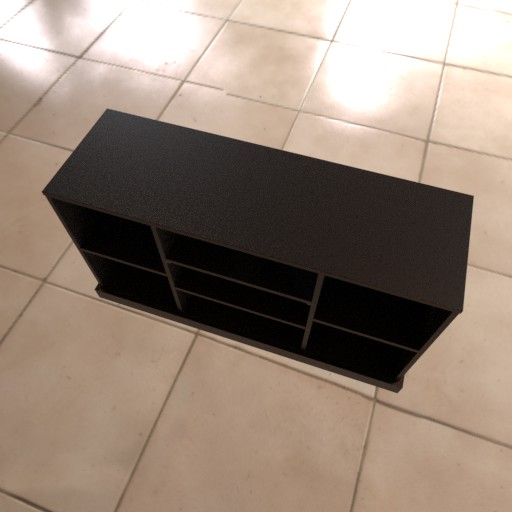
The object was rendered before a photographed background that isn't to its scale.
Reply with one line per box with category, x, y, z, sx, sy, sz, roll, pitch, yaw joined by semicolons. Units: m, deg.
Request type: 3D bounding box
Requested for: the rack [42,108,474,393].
rack;0.000;0.000;1.529;1.206;0.635;0.399;16;59;10
